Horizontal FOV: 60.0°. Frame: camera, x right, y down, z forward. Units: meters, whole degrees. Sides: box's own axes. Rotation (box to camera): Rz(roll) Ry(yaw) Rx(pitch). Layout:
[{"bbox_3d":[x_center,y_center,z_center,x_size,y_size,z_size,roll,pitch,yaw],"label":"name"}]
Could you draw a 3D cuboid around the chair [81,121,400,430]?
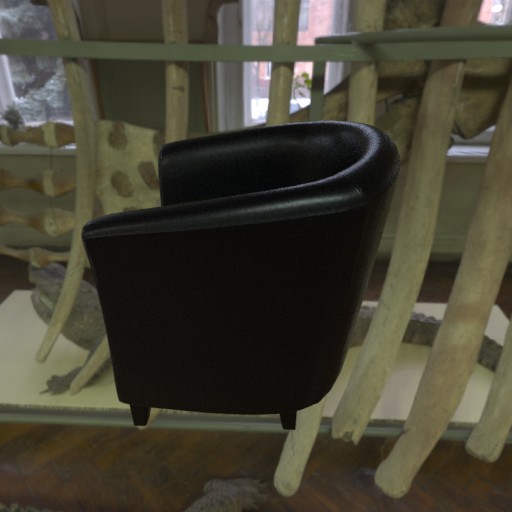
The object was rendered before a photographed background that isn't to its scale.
[{"bbox_3d":[0.000,0.000,1.358,0.727,0.756,0.793,1,27,2],"label":"chair"}]
